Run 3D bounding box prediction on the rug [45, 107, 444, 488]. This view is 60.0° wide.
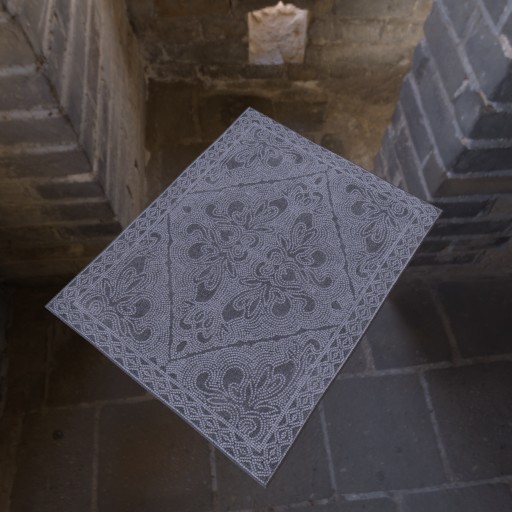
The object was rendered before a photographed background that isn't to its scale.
[{"bbox_3d":[0.000,0.000,4.162,2.438,0.012,3.048,33,67,16],"label":"rug"}]
